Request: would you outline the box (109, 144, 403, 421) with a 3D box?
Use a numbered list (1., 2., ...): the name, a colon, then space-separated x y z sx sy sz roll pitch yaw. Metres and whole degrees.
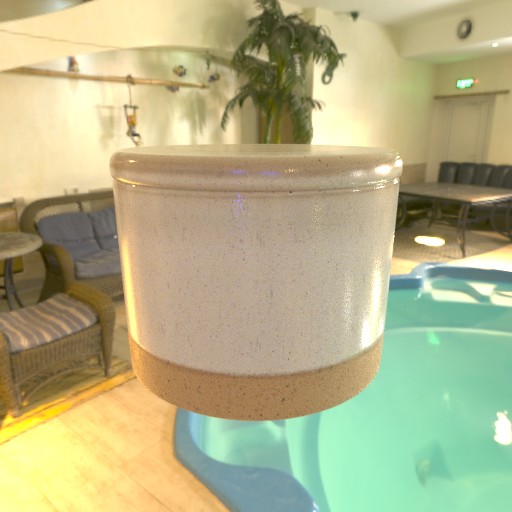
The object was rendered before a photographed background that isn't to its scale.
1. box: 0.000 0.000 0.259 0.154 0.123 0.154 0 16 0
